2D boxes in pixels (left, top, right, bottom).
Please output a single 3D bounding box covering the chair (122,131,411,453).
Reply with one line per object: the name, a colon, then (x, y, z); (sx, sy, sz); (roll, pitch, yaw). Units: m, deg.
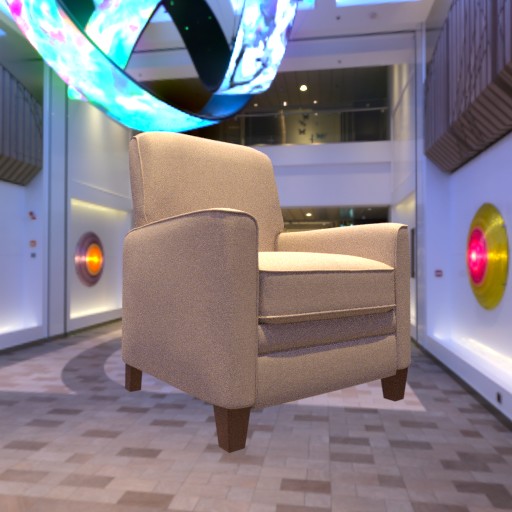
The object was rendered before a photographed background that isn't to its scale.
chair: (0.000, 0.000, 1.662); (0.841, 1.023, 0.858); (1, -1, -37)
